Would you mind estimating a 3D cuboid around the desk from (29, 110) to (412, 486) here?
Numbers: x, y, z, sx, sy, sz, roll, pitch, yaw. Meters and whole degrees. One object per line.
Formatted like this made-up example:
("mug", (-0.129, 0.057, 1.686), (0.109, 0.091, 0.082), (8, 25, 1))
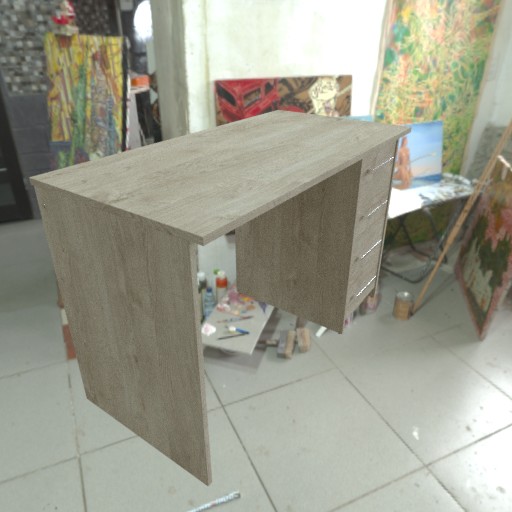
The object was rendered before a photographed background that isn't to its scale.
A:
("desk", (0.000, 0.000, 1.486), (0.560, 0.730, 1.096), (19, 34, 31))
